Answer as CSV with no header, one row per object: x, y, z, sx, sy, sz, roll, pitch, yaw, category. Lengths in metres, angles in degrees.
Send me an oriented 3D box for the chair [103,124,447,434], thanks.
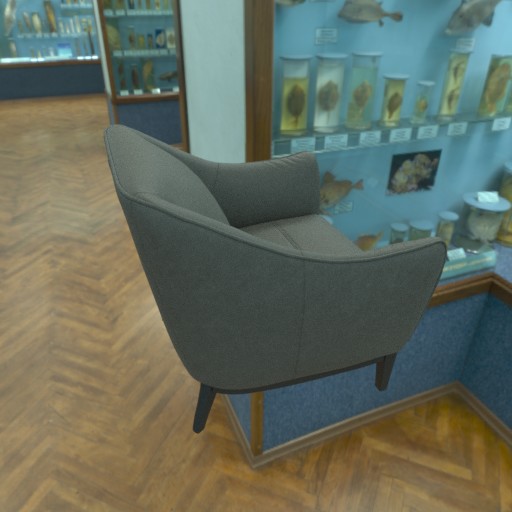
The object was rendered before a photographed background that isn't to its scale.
0.000,0.000,1.519,0.852,0.830,0.871,-10,32,-17,chair
